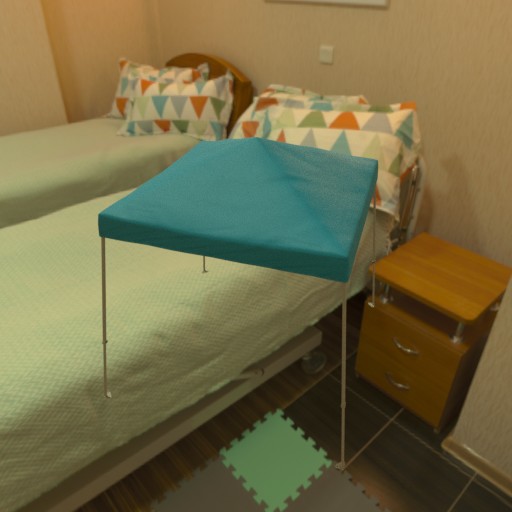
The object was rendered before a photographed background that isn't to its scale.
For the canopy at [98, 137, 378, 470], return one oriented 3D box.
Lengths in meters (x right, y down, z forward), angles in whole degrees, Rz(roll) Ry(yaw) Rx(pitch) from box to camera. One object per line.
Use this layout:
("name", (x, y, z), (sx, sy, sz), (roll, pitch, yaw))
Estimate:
("canopy", (0.000, 0.000, 6.640), (3.600, 3.600, 3.599), (10, 34, 16))
